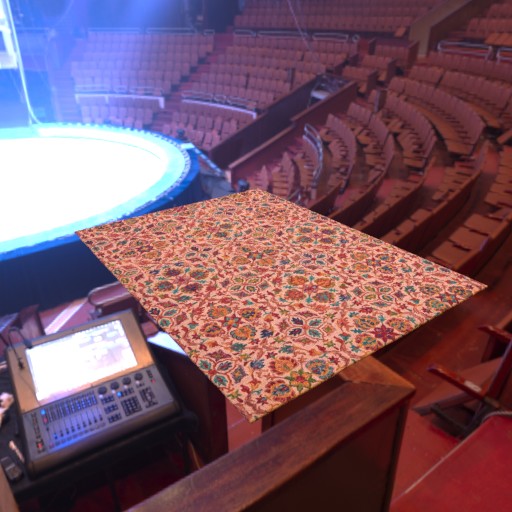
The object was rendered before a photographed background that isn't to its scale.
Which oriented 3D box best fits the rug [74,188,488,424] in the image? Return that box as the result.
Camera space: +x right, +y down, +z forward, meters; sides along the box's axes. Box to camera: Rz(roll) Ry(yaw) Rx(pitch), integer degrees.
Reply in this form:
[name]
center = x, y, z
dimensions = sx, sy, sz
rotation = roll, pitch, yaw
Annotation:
[rug]
center = 0.000, 0.000, 4.204
dimensions = 2.446, 0.020, 3.215
rotation = -18, 32, -32
